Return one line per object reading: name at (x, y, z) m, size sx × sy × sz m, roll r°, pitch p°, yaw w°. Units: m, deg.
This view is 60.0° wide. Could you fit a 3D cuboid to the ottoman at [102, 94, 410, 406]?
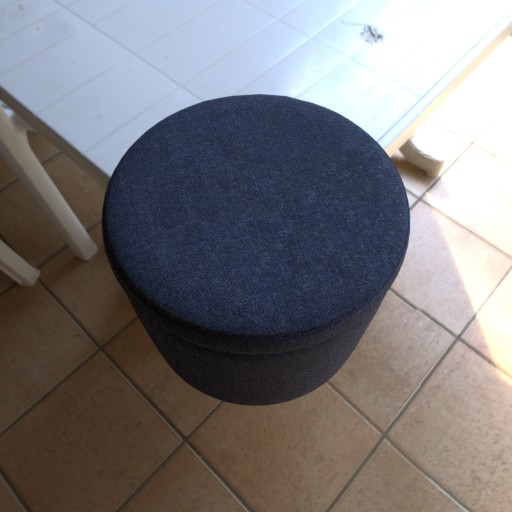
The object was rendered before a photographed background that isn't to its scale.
ottoman at (0.000, 0.000, 0.907) m, size 0.520 × 0.430 × 0.520 m, roll 0°, pitch 60°, yaw 0°
